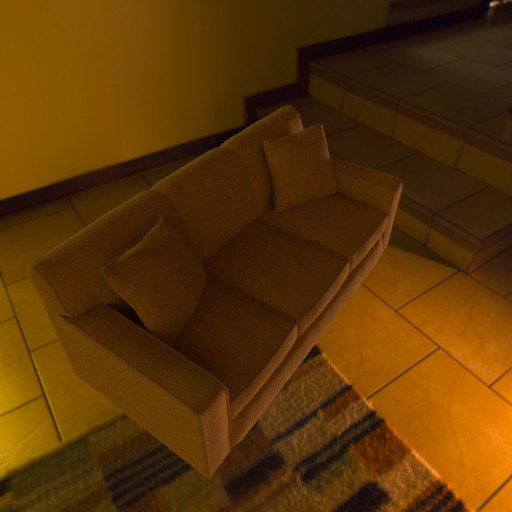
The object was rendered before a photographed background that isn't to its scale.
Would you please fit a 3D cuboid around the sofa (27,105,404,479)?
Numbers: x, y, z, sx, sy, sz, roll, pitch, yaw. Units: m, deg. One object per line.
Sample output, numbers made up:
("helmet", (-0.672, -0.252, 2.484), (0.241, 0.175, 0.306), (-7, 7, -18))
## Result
("sofa", (0.000, 0.000, 2.542), (0.997, 0.958, 2.024), (25, 47, 26))
